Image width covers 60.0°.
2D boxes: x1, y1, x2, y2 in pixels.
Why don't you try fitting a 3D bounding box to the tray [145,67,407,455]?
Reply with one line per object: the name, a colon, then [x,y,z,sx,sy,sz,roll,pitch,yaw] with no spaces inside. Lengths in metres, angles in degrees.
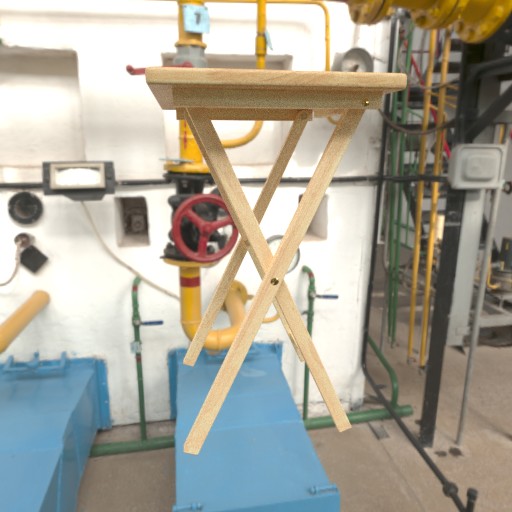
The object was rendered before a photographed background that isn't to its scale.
tray: [0.000,0.000,0.935,0.381,0.660,0.483,-2,14,-9]
